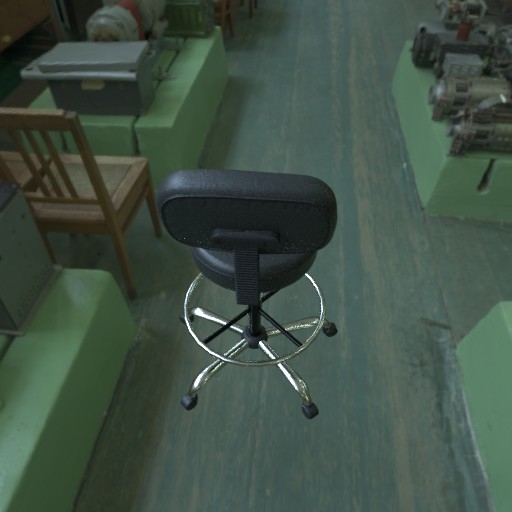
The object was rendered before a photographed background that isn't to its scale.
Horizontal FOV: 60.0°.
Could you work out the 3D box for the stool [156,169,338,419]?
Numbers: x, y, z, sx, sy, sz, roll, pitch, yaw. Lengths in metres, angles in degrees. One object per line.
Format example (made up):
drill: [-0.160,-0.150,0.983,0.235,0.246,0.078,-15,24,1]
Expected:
stool: [0.000,0.000,1.510,0.694,1.069,0.658,3,45,3]
